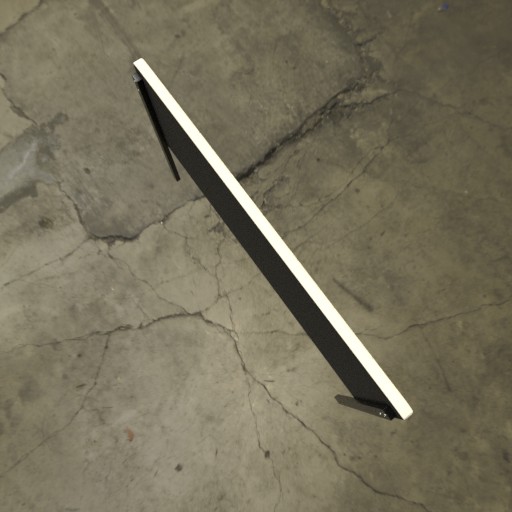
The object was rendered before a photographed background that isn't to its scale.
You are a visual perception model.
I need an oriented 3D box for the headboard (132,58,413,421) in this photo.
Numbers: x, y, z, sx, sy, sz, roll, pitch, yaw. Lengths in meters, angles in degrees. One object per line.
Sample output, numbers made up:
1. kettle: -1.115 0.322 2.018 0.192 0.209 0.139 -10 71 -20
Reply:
1. headboard: 0.000 0.000 2.935 0.120 1.410 2.362 -35 78 -9
